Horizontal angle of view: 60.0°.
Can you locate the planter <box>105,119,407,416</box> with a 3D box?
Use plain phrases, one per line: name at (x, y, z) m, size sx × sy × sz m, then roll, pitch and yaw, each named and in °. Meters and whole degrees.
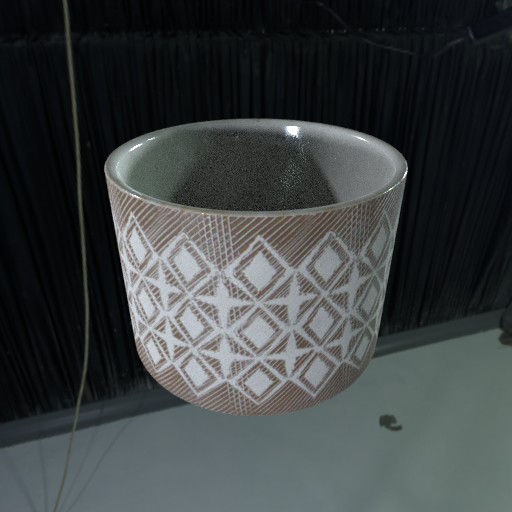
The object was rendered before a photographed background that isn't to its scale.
planter at (0.000, 0.000, 0.219) m, size 0.126 × 0.104 × 0.126 m, roll 0°, pitch 30°, yaw 0°
